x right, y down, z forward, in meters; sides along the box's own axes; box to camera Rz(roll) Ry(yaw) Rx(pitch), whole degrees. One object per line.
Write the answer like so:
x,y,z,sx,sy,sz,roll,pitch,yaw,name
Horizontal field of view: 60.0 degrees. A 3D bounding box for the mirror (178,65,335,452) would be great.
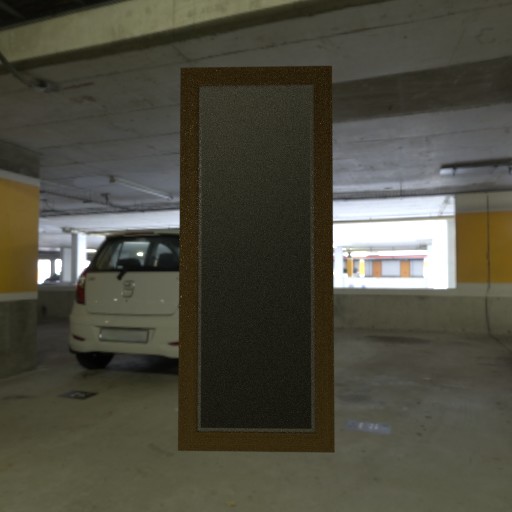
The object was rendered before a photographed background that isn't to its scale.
0.000,0.000,2.350,0.812,2.031,0.025,0,-2,2,mirror
